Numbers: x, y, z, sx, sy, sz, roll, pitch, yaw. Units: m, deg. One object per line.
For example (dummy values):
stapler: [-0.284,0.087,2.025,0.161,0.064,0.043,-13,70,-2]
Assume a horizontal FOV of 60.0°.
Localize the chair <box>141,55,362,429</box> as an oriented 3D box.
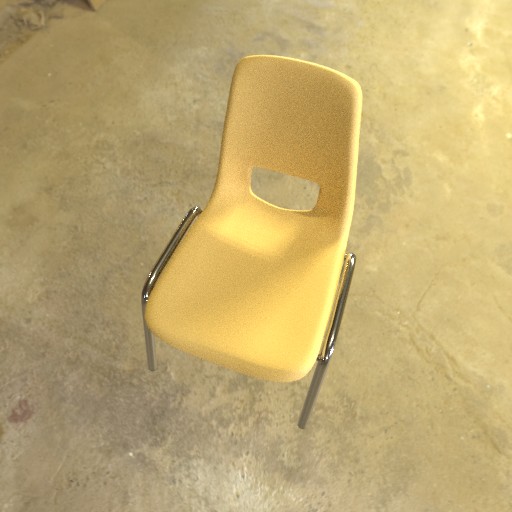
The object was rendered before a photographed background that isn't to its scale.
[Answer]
chair: [0.000,0.000,0.789,0.354,0.536,0.385,17,59,11]
